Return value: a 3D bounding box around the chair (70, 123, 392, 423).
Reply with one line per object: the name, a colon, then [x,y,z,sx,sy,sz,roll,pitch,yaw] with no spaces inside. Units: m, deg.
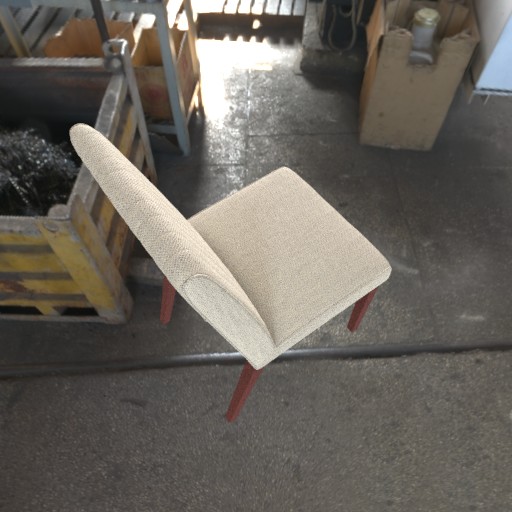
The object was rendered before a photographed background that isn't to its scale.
chair: [0.000,0.000,1.191,0.594,0.900,0.480,-31,62,-19]
